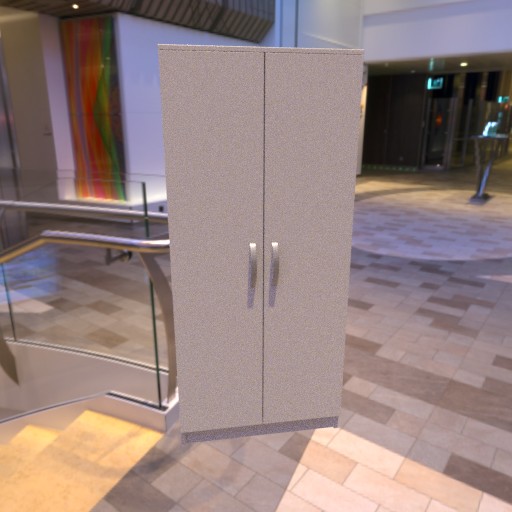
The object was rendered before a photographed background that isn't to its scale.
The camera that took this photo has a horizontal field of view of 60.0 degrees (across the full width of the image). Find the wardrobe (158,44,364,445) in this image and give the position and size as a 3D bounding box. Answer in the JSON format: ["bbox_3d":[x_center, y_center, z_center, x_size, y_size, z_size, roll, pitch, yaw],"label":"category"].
[{"bbox_3d":[0.000,0.000,2.039,0.760,1.700,0.470,-3,17,-9],"label":"wardrobe"}]
